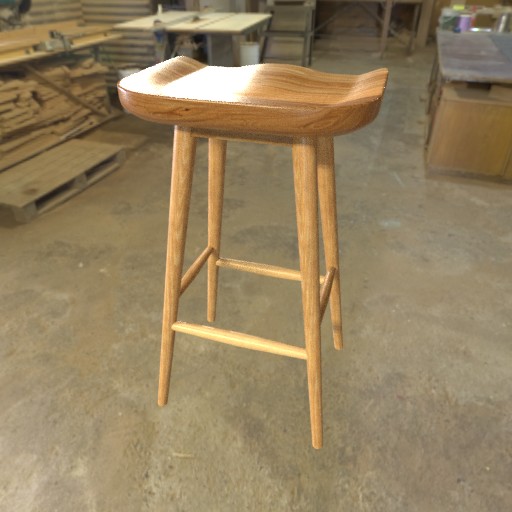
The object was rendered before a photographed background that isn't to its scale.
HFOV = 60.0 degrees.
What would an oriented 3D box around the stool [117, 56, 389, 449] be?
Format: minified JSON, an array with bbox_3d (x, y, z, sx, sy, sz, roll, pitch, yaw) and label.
[{"bbox_3d":[0.000,0.000,0.911,0.407,0.698,0.322,10,35,14],"label":"stool"}]
